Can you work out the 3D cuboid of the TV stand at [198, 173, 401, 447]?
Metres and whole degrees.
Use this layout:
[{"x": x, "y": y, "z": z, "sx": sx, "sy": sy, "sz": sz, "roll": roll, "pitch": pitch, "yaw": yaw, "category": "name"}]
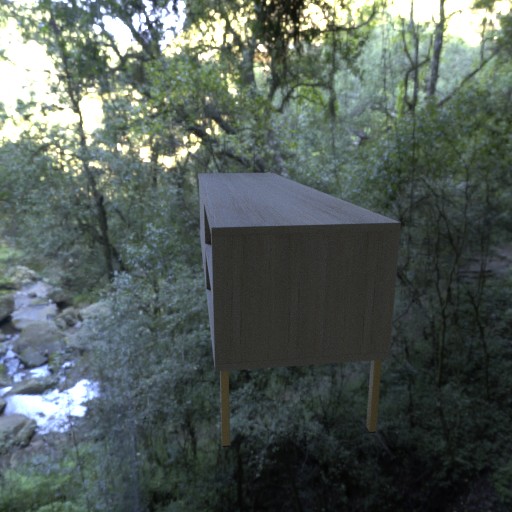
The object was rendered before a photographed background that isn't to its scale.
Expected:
[{"x": 0.000, "y": 0.000, "z": 1.791, "sx": 0.420, "sy": 0.550, "sz": 1.600, "roll": -2, "pitch": 15, "yaw": -8, "category": "TV stand"}]
